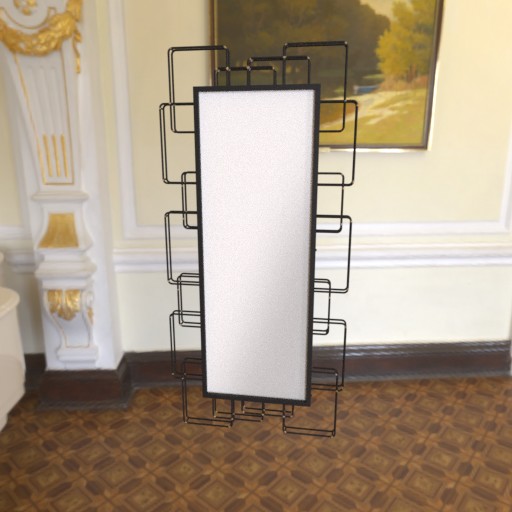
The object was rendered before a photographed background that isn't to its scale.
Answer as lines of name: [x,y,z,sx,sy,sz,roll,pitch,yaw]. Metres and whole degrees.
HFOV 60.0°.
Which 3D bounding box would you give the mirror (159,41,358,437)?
mirror: [0.000,0.000,1.358,0.565,1.192,0.037,2,14,9]
